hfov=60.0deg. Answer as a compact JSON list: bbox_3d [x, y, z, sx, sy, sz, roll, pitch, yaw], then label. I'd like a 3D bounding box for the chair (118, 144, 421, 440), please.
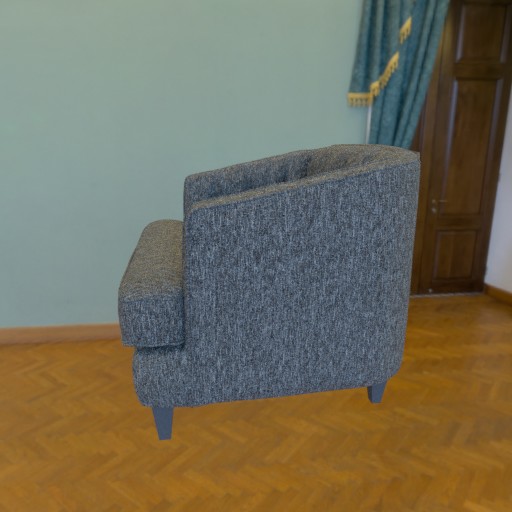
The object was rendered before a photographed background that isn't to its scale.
[{"bbox_3d":[0.000,0.000,1.744,0.941,0.852,1.104,-2,15,-9],"label":"chair"}]
